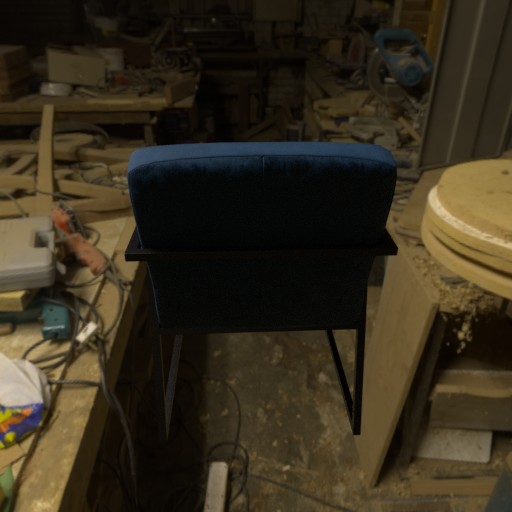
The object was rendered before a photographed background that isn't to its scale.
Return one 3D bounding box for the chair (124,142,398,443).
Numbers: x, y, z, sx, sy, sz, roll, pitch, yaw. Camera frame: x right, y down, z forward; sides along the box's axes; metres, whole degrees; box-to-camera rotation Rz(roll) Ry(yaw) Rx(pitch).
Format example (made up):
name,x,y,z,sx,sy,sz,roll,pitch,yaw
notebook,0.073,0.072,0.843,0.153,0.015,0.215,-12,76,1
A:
name,x,y,z,sx,sy,sz,roll,pitch,yaw
chair,0.000,0.000,1.301,0.571,0.833,0.677,-1,31,-2
